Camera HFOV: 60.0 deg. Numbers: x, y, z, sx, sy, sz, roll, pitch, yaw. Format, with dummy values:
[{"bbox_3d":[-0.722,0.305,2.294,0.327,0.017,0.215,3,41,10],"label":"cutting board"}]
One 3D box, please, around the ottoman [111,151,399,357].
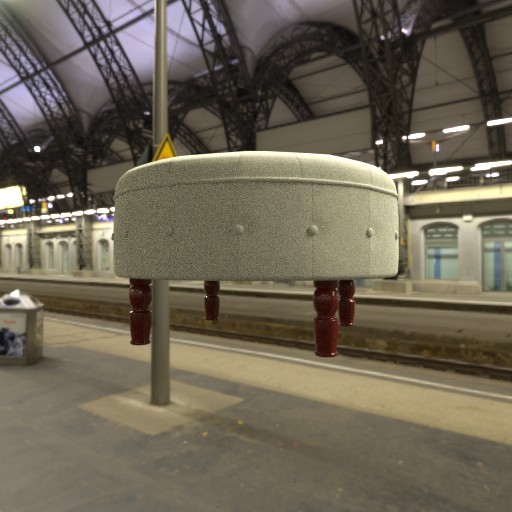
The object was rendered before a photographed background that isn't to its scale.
[{"bbox_3d":[0.000,0.000,1.383,0.850,0.483,0.850,0,-1,0],"label":"ottoman"}]
